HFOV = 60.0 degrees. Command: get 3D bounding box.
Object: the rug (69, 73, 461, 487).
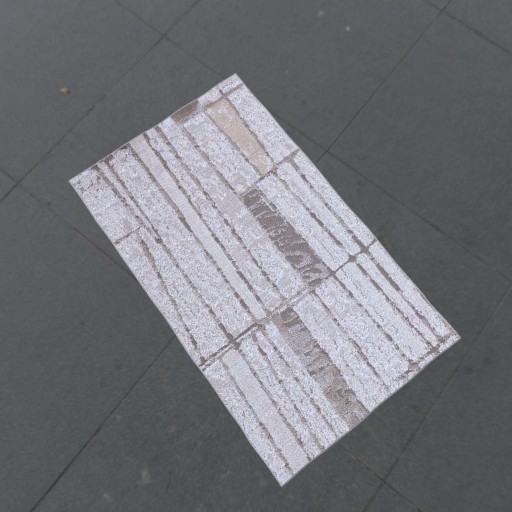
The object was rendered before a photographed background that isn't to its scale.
[{"bbox_3d":[0.000,0.000,1.050,0.515,0.007,0.867,-36,78,-9],"label":"rug"}]
